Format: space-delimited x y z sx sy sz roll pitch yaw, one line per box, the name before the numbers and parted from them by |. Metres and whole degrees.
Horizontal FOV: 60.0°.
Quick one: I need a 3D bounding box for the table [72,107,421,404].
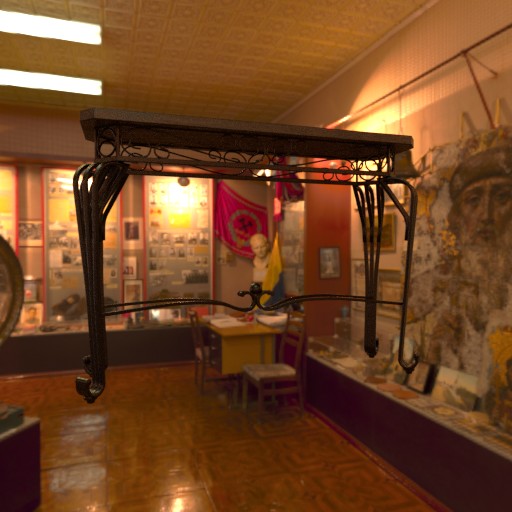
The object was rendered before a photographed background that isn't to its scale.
table | 0.000 0.000 1.474 1.112 0.800 0.329 0 1 -17
